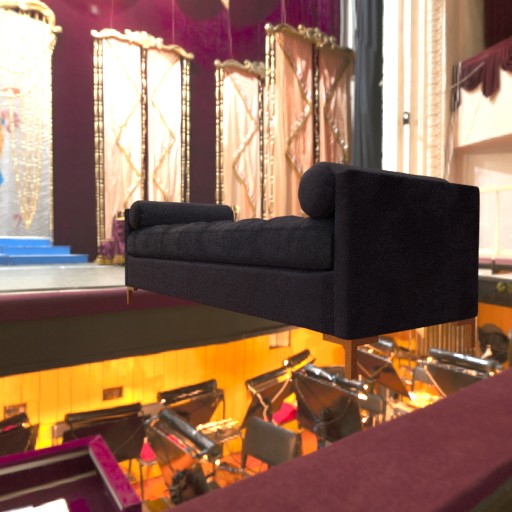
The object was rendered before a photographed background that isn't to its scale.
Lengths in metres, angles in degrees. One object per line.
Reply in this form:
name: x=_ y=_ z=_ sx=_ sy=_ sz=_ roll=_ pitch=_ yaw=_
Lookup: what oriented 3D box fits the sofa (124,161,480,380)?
sofa: x=0.000 y=0.000 z=2.426 sx=0.796 sy=0.705 sz=2.102 roll=-1 pitch=2 yaw=-35
